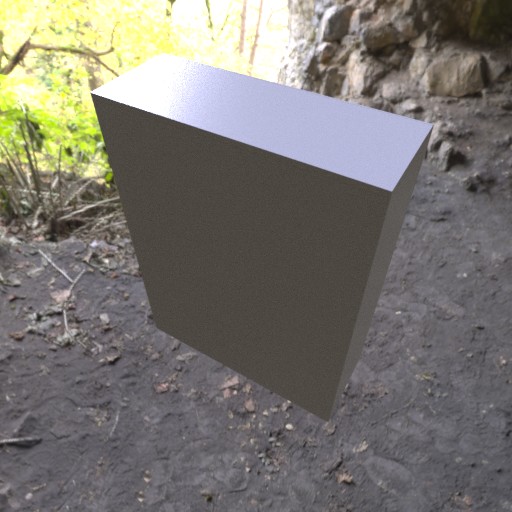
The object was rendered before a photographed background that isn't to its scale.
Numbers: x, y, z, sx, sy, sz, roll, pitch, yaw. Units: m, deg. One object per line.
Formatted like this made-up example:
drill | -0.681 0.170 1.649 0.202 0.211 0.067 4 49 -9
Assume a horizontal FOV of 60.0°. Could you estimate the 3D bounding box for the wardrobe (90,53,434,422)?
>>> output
wardrobe | 0.000 0.000 1.657 0.900 1.200 0.360 23 50 21
